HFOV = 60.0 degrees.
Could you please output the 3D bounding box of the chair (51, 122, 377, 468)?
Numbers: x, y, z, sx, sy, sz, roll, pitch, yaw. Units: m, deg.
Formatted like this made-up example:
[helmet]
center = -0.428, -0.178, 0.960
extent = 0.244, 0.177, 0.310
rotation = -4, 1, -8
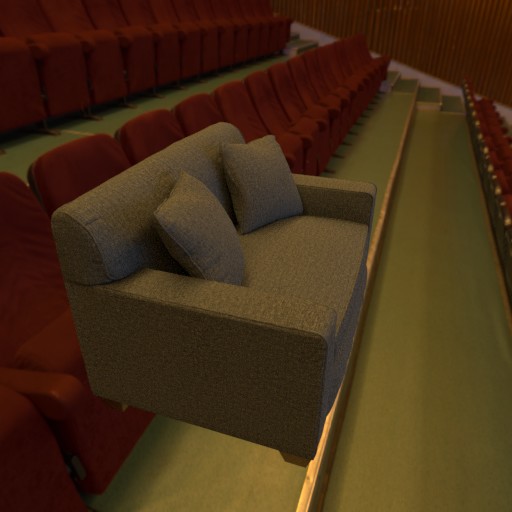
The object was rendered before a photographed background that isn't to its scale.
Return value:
[chair]
center = 0.000, 0.000, 2.070
extent = 1.000, 0.948, 1.383
rotation = 10, 31, 17
